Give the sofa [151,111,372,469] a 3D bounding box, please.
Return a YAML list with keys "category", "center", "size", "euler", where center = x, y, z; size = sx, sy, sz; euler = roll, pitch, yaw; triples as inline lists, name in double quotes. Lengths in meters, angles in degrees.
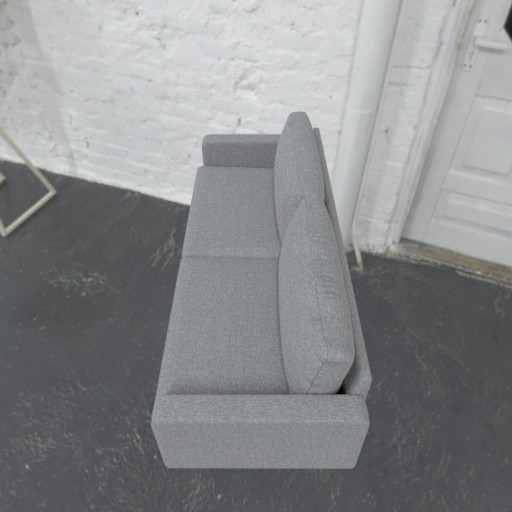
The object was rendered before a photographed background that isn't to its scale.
- category: "sofa"
  center: [0.000, 0.000, 2.579]
  size: [0.880, 0.880, 2.200]
  euler: [0, 43, 0]
